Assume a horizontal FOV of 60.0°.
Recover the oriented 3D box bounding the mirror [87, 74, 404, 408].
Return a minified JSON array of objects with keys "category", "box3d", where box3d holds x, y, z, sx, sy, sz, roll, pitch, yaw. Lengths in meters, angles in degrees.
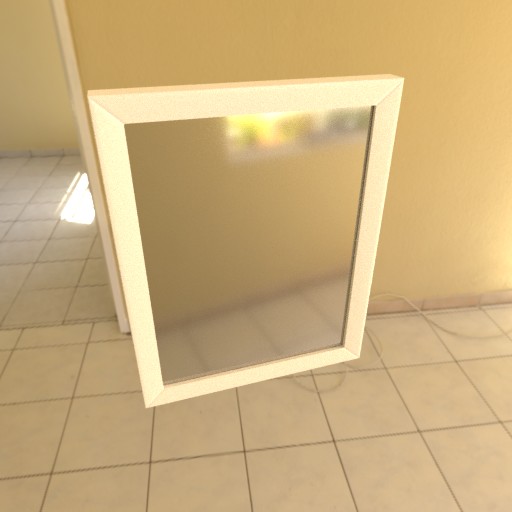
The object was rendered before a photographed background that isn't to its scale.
[{"category":"mirror","box3d":[0.000,0.000,0.690,0.405,0.508,0.041,-9,32,-15]}]
